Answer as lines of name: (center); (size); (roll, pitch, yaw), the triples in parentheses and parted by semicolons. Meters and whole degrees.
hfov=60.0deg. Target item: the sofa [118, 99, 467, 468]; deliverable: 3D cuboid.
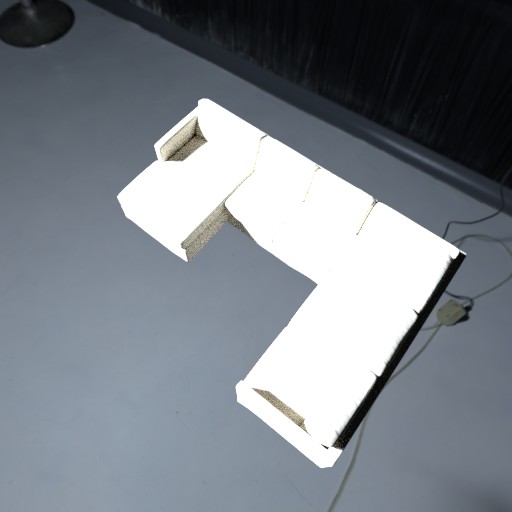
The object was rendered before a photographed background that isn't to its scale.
sofa: (0.000, 0.000, 4.662); (3.464, 0.882, 2.448); (34, 68, 16)
